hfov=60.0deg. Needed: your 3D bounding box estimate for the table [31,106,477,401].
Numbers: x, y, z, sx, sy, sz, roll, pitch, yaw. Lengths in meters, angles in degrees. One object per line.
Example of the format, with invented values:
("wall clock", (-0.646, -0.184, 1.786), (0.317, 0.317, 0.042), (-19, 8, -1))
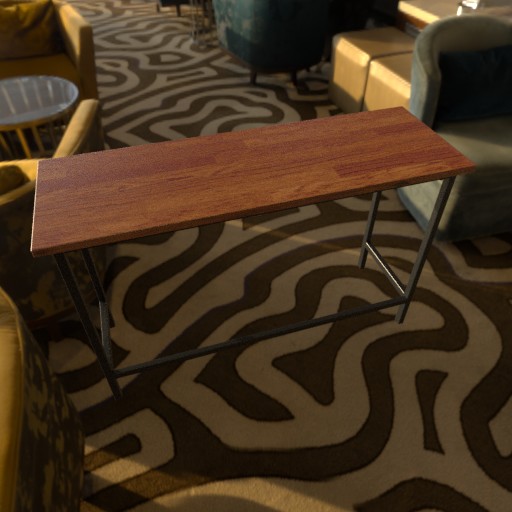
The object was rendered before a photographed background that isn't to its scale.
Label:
("table", (0.000, 0.000, 1.535), (1.204, 0.740, 0.408), (-12, 45, -13))
